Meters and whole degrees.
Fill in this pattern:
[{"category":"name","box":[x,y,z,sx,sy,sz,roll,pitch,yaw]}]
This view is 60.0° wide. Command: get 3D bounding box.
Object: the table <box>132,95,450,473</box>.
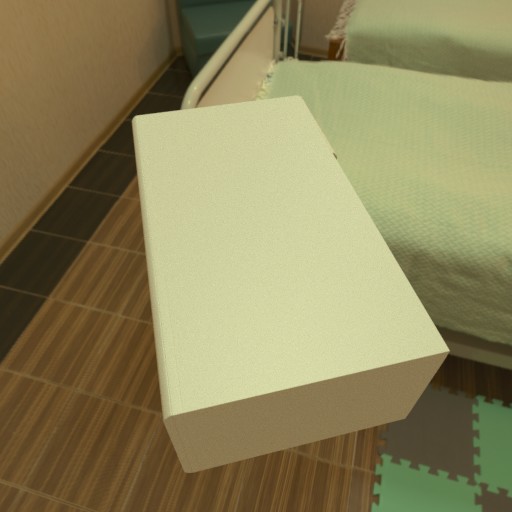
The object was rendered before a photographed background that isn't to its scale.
[{"category":"table","box":[0.000,0.000,1.419,0.639,0.442,1.097,-10,50,-9]}]
